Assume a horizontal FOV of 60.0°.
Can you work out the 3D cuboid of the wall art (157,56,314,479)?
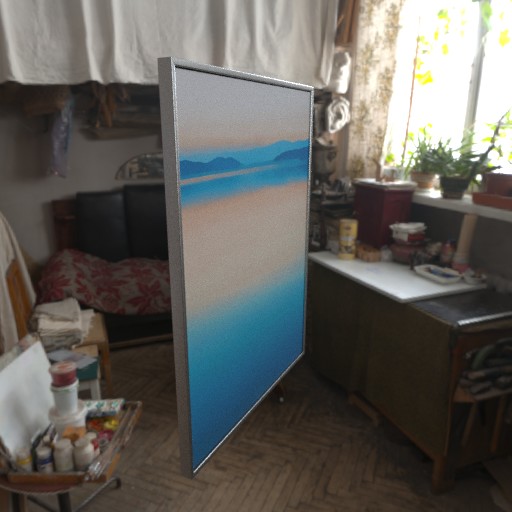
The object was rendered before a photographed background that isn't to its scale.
[{"bbox_3d":[0.000,0.000,1.405,0.037,1.062,0.801,9,18,27],"label":"wall art"}]
